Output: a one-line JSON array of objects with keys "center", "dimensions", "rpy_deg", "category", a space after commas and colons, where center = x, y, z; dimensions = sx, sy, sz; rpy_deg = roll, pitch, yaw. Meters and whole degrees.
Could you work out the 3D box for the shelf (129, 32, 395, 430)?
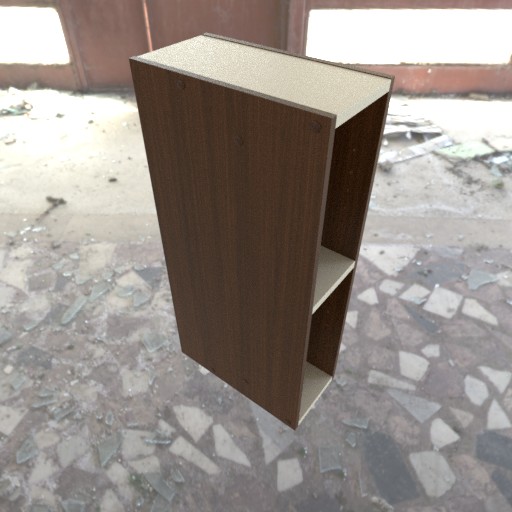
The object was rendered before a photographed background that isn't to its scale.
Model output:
[{"center": [0.000, 0.000, 0.726], "dimensions": [0.290, 0.600, 0.147], "rpy_deg": [27, 48, 27], "category": "shelf"}]
